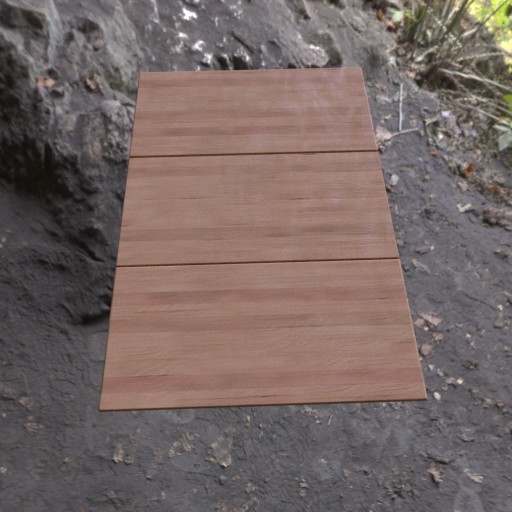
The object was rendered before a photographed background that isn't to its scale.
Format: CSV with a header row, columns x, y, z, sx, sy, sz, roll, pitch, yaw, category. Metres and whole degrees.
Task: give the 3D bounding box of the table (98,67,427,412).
x,y,z,sx,sy,sz,roll,pitch,yaw,category
0.000,0.000,1.842,0.900,0.770,1.300,-2,63,-1,table
